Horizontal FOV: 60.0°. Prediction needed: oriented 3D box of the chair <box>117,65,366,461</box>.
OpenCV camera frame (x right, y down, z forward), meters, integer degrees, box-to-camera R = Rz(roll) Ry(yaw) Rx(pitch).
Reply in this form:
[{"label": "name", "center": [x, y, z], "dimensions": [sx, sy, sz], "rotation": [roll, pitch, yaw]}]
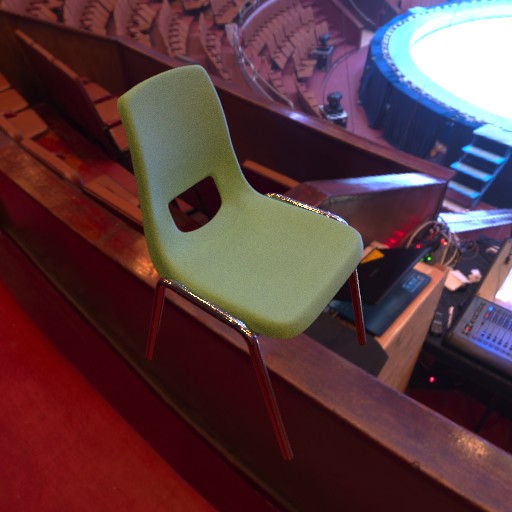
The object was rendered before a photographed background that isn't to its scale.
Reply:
[{"label": "chair", "center": [0.000, 0.000, 0.912], "dimensions": [0.436, 0.653, 0.381], "rotation": [25, 47, 26]}]
